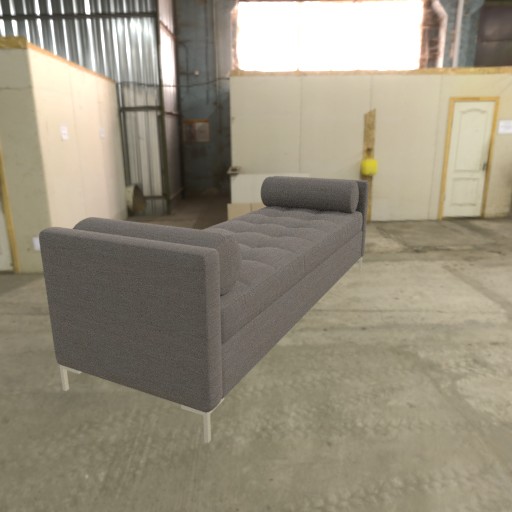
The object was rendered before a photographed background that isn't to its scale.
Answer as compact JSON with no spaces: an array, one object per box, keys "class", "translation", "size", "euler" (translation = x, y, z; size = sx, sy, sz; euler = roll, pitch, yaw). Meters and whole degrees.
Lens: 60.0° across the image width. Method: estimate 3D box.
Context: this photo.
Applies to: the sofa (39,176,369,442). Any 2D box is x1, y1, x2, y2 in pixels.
[{"class":"sofa","translation":[0.000,0.000,2.295],"size":[0.686,0.635,1.981],"euler":[8,18,26]}]
